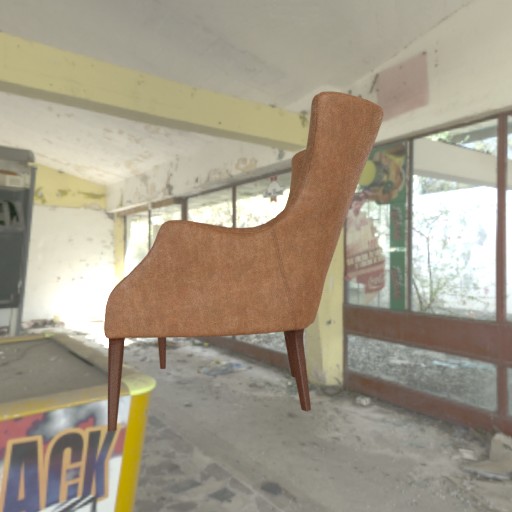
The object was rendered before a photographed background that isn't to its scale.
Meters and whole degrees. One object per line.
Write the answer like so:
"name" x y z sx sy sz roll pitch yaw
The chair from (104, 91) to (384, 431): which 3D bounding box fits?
"chair" 0.000 0.000 1.743 0.955 1.067 0.846 0 -1 0
